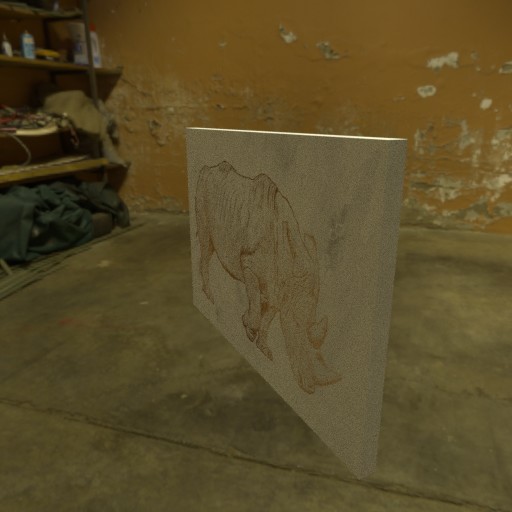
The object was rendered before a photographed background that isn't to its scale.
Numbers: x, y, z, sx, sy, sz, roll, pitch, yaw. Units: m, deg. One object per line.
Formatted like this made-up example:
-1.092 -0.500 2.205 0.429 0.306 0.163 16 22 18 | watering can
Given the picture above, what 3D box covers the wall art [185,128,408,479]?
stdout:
0.000 0.000 1.128 0.038 0.610 0.915 -9 19 -26 | wall art
